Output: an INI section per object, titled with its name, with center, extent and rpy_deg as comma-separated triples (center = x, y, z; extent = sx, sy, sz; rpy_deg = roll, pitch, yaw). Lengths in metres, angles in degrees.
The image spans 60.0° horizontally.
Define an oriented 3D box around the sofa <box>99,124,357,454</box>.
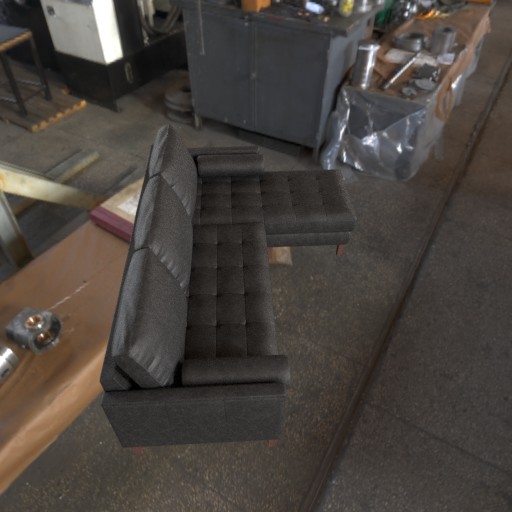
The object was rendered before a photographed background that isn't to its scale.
[sofa]
center = 0.000, 0.000, 2.864
extent = 1.497, 0.876, 2.178
rpy_deg = -2, 44, -2
